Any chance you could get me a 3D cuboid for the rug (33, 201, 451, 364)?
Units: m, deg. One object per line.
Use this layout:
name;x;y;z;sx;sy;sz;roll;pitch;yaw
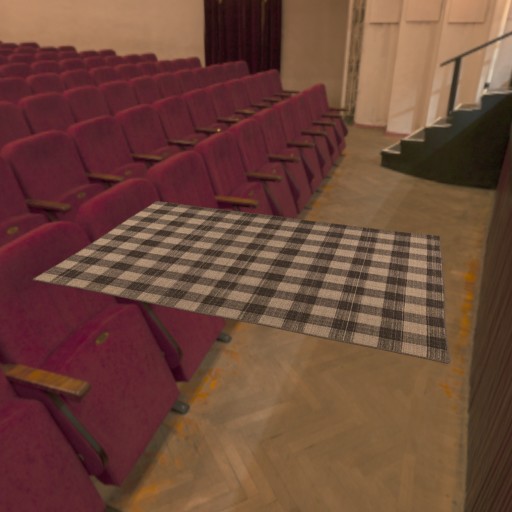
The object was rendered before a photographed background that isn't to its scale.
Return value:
rug;0.000;0.000;3.109;2.476;0.011;1.554;9;28;17
